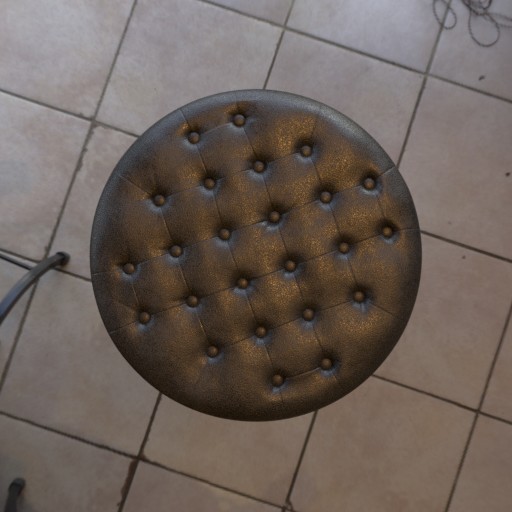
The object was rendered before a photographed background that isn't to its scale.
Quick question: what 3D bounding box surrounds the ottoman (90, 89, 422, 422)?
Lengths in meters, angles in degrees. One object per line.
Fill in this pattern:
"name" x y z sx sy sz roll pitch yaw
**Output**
"ottoman" 0.000 0.000 1.031 0.637 0.442 0.637 0 89 0
